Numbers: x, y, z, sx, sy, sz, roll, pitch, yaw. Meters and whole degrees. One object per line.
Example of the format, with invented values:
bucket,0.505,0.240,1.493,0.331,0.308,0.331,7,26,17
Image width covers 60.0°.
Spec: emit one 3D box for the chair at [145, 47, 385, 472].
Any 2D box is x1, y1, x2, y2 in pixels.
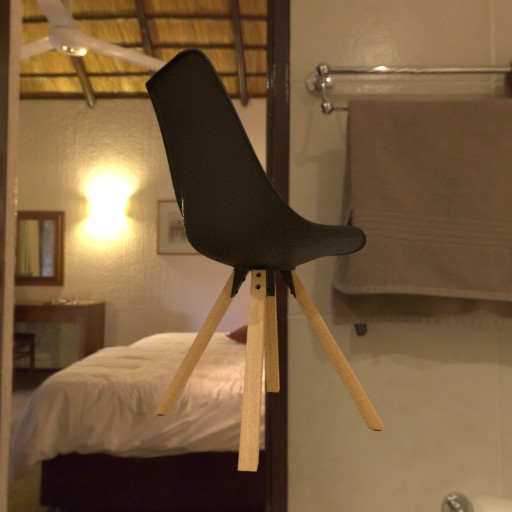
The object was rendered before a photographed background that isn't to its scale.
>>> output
chair,0.000,0.000,1.145,0.549,0.850,0.485,1,-3,-35
